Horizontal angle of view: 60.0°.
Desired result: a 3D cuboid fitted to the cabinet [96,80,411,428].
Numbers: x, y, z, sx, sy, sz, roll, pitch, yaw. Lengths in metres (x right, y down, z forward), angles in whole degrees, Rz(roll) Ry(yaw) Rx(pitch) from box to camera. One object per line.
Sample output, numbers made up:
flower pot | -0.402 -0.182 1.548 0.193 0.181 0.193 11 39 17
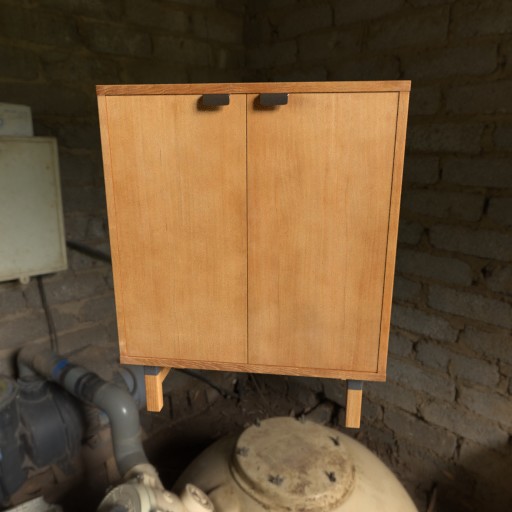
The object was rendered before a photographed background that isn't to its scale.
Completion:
cabinet | 0.000 0.000 1.425 0.800 1.001 0.419 2 15 7
